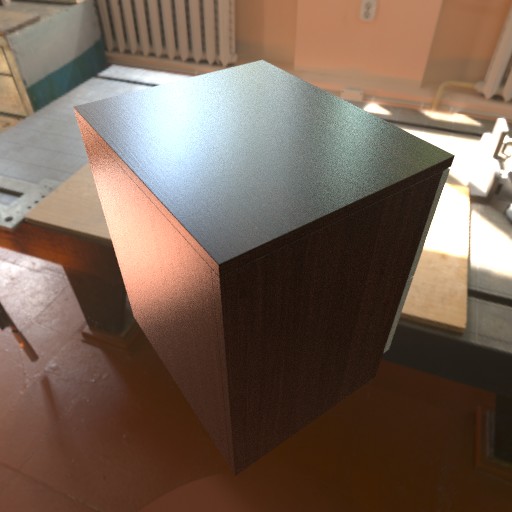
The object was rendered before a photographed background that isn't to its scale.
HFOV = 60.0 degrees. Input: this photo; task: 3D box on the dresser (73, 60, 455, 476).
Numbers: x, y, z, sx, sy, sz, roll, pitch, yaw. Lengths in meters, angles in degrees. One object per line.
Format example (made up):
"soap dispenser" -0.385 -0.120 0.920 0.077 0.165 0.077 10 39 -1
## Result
"dresser" 0.000 0.000 0.749 0.360 0.470 0.400 -25 48 -25
